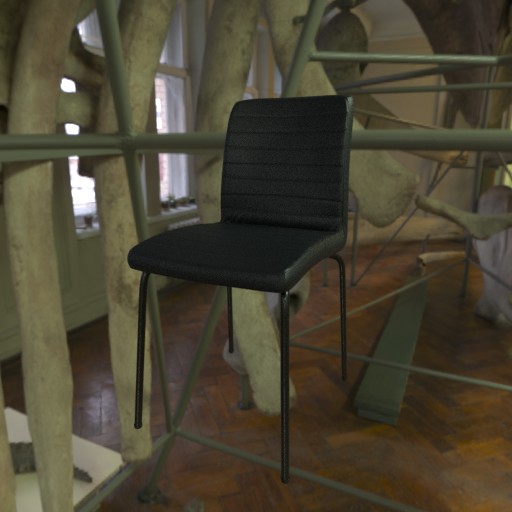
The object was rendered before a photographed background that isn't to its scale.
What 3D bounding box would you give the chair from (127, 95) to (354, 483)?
[{"bbox_3d":[0.000,0.000,1.223,0.450,0.872,0.572,7,16,26],"label":"chair"}]
